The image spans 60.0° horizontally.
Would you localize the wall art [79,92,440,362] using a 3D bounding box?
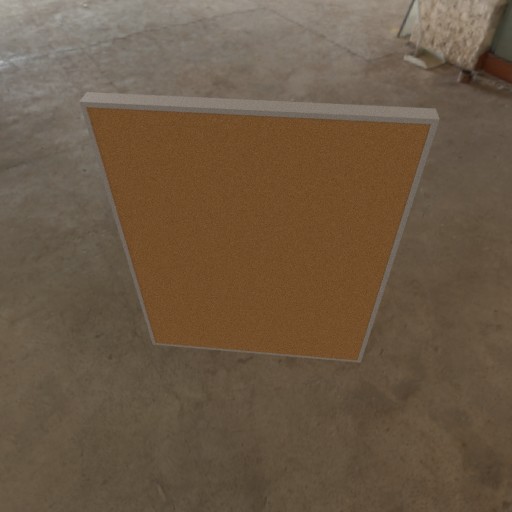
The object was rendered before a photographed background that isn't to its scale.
[{"bbox_3d":[0.000,0.000,1.042,0.611,0.763,0.055,4,46,4],"label":"wall art"}]
